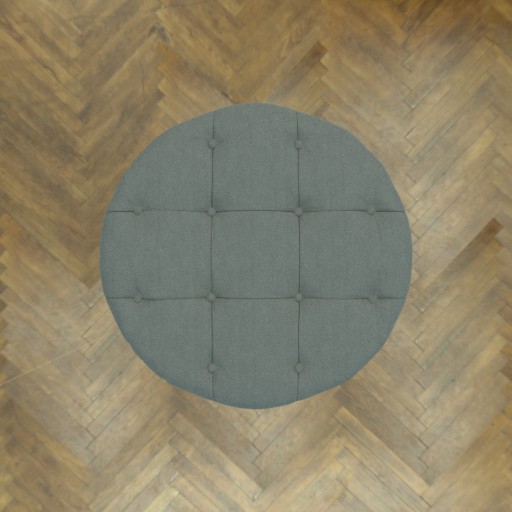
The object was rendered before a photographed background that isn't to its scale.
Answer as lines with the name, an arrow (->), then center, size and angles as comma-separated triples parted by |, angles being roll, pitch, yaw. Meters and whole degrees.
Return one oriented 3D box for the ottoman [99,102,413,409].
ottoman -> 0.000, 0.000, 1.426 | 0.901, 0.439, 0.901 | 0, 89, 1
